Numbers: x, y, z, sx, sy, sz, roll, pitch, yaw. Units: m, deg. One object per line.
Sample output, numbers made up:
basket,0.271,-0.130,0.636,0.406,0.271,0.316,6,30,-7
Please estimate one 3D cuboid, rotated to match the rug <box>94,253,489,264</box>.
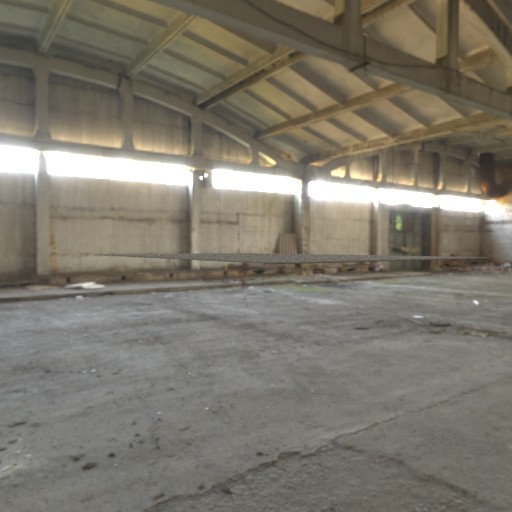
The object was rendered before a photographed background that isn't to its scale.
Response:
rug,0.000,0.000,3.058,1.523,0.008,2.438,-1,1,-35
